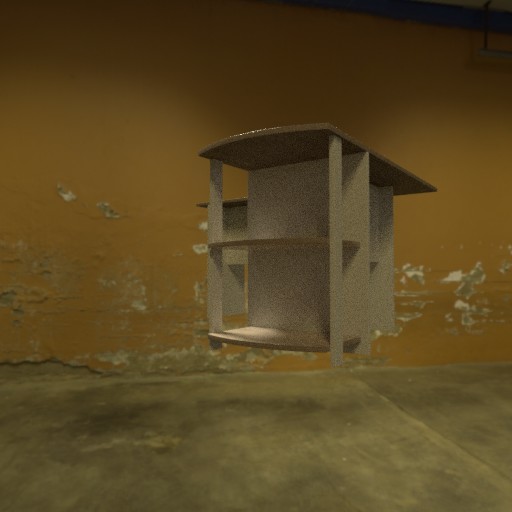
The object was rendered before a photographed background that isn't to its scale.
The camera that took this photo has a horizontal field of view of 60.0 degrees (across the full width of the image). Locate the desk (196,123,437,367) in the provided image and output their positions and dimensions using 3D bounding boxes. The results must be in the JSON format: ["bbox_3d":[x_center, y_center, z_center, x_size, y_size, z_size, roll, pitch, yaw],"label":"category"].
[{"bbox_3d":[0.000,0.000,2.141,1.361,0.716,1.303,-1,-2,36],"label":"desk"}]
